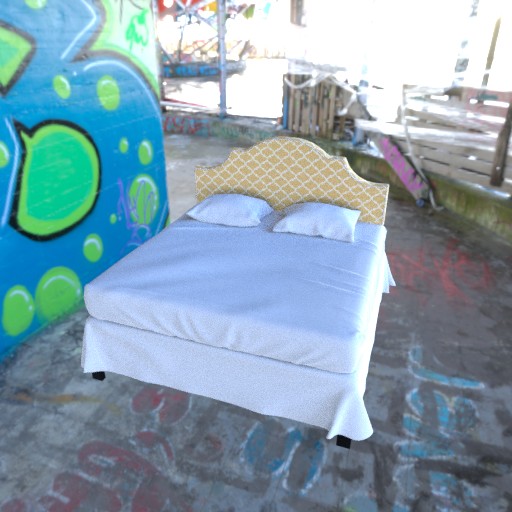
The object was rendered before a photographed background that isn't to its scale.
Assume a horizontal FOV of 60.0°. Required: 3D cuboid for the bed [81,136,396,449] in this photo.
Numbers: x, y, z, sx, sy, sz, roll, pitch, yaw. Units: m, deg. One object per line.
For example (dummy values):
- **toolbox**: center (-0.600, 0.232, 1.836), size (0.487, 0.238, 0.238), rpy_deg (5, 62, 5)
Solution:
- **bed**: center (0.000, 0.000, 3.726), size (2.314, 1.601, 2.222), rpy_deg (9, 28, 17)
